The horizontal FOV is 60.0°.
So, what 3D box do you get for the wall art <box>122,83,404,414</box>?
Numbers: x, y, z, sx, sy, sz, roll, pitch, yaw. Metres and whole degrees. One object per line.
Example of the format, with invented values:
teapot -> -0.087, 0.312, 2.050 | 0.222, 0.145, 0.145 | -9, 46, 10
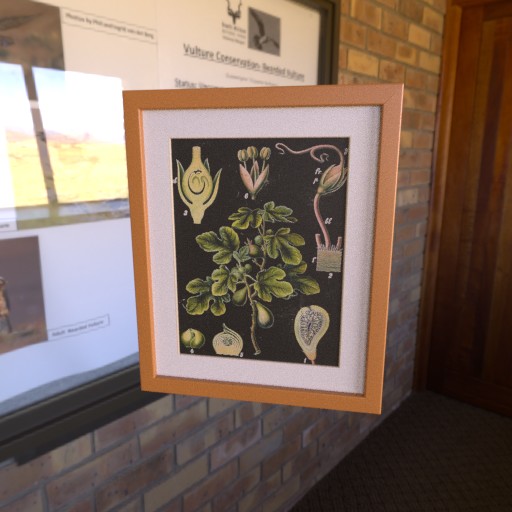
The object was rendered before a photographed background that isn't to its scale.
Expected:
wall art -> 0.000, 0.000, 0.528 | 0.310, 0.379, 0.015 | 2, 13, 10
